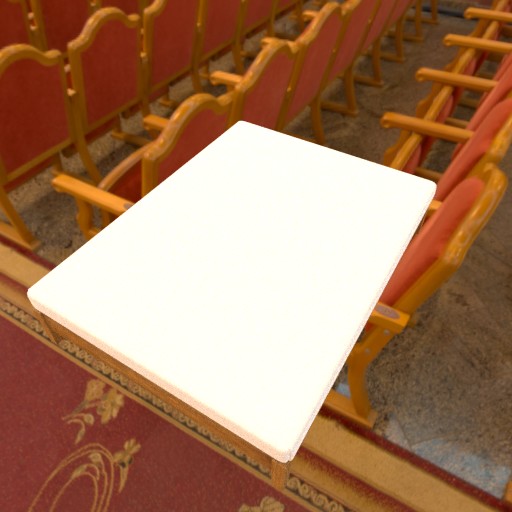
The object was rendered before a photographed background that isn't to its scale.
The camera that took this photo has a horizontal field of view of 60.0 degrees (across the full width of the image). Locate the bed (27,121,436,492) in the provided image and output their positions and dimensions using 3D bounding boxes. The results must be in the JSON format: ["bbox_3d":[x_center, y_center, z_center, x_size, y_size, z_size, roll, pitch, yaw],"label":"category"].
[{"bbox_3d":[0.000,0.000,2.692,1.536,0.431,2.016,24,51,21],"label":"bed"}]
